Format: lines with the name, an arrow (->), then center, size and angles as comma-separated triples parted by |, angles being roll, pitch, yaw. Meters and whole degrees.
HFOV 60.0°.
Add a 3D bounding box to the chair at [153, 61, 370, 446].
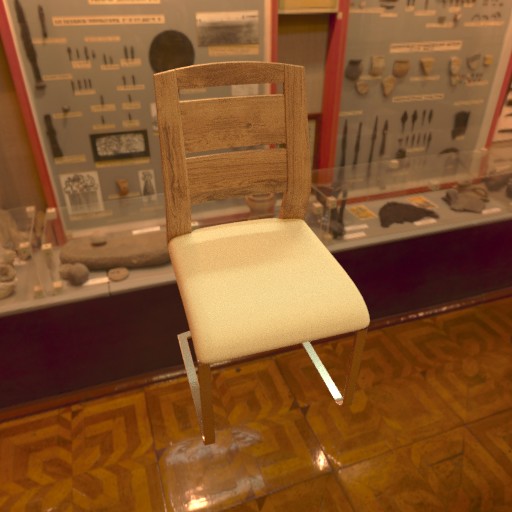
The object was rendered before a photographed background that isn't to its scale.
chair -> 0.000, 0.000, 1.261 | 0.457, 0.955, 0.561 | -10, 33, -15
